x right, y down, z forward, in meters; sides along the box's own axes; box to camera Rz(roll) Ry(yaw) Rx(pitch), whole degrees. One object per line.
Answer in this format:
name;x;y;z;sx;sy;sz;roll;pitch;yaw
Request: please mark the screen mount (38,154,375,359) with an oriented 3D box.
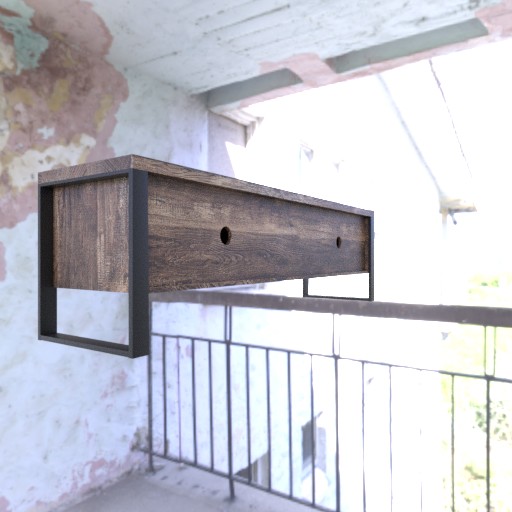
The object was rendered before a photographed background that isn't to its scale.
screen mount;0.000;0.000;1.713;0.395;0.450;1.524;0;0;35
